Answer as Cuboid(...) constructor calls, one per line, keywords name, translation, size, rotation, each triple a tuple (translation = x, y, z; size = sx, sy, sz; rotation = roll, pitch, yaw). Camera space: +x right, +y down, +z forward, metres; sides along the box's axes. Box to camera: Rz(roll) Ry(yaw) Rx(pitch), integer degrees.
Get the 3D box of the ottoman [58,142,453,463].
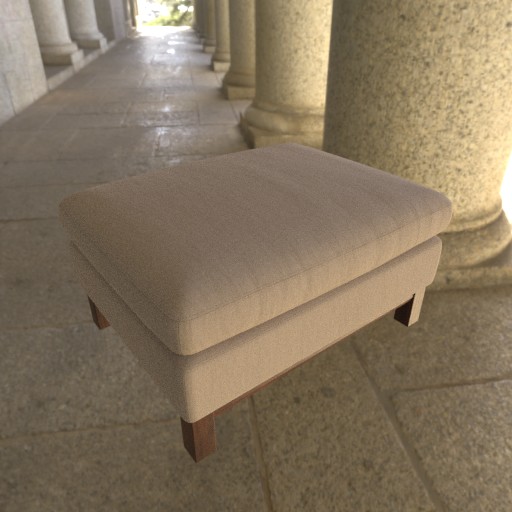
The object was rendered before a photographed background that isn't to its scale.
Cuboid(name="ottoman", translation=(0.000, 0.000, 1.121), size=(0.771, 0.420, 0.606), rotation=(-21, 37, -32))
